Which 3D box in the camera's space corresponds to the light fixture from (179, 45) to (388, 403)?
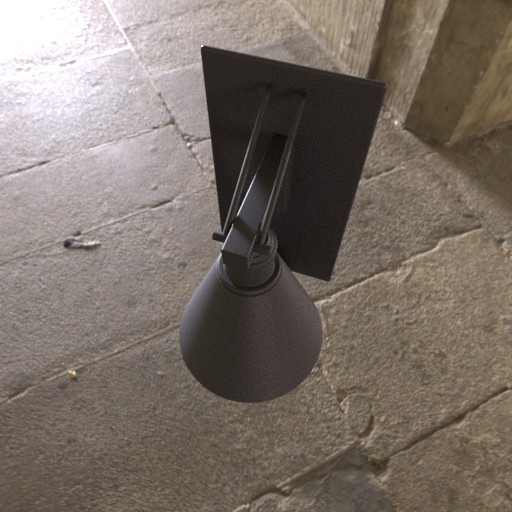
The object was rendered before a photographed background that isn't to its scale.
[{"bbox_3d":[0.000,0.000,0.419,0.170,0.298,0.207,16,60,10],"label":"light fixture"}]
